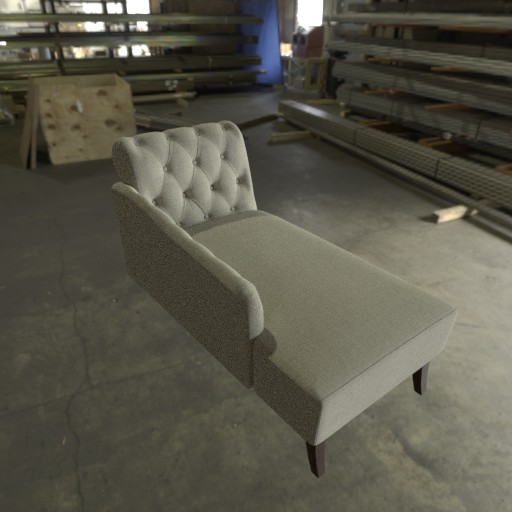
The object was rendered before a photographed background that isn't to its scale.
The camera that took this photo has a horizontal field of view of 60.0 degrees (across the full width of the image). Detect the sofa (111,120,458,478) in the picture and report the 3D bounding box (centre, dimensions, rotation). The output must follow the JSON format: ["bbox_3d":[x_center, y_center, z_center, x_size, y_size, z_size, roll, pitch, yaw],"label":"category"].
[{"bbox_3d":[0.000,0.000,1.770,0.675,0.787,1.379,-21,35,-33],"label":"sofa"}]
